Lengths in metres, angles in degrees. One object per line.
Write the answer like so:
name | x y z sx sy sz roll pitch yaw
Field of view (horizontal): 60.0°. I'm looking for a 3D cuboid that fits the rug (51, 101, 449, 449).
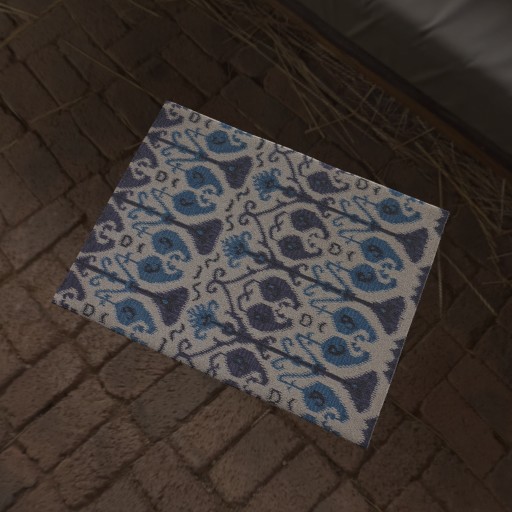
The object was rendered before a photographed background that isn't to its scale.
rug | 0.000 0.000 4.371 3.228 0.024 2.443 23 76 6
